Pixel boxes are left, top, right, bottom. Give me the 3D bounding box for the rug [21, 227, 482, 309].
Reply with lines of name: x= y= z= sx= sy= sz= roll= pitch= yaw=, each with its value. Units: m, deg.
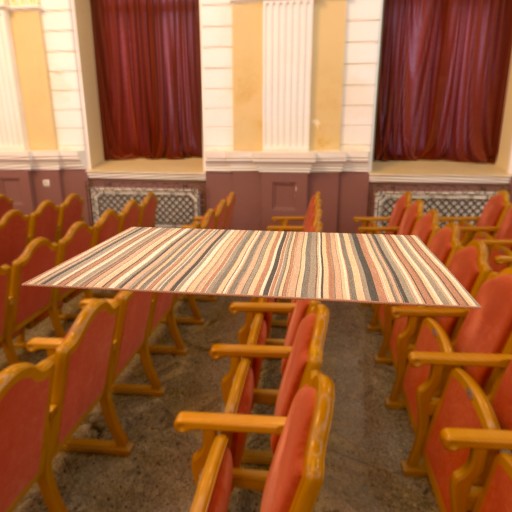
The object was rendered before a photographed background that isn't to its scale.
rug: x=0.000 y=0.000 z=3.042 sx=2.438 sy=0.014 sz=1.523 roll=2 pitch=16 yaw=8
